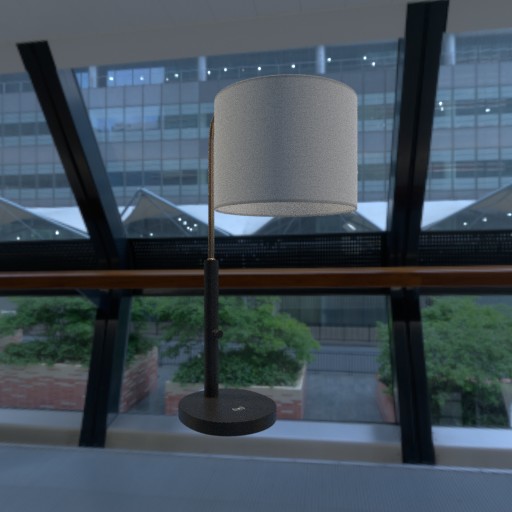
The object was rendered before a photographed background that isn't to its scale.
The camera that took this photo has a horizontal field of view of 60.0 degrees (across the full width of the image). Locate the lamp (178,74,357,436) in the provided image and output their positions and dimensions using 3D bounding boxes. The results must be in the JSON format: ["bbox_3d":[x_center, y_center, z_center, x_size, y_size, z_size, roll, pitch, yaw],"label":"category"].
[{"bbox_3d":[0.000,0.000,0.682,0.199,0.540,0.337,0,0,-37],"label":"lamp"}]
